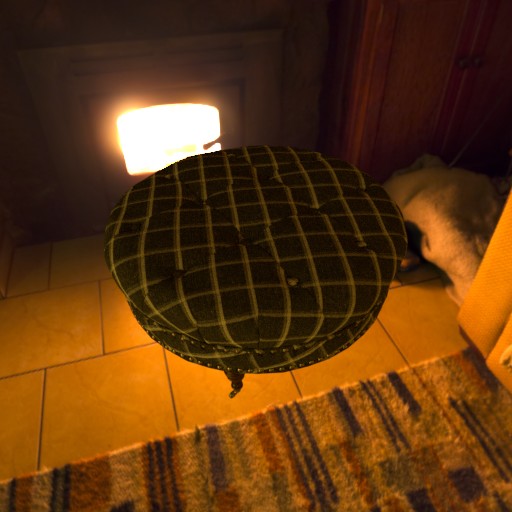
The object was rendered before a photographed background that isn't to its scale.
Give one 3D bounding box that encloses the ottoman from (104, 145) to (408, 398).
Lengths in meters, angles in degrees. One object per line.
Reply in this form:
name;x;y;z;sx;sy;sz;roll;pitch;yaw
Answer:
ottoman;0.000;0.000;1.446;0.901;0.439;0.901;0;40;0
